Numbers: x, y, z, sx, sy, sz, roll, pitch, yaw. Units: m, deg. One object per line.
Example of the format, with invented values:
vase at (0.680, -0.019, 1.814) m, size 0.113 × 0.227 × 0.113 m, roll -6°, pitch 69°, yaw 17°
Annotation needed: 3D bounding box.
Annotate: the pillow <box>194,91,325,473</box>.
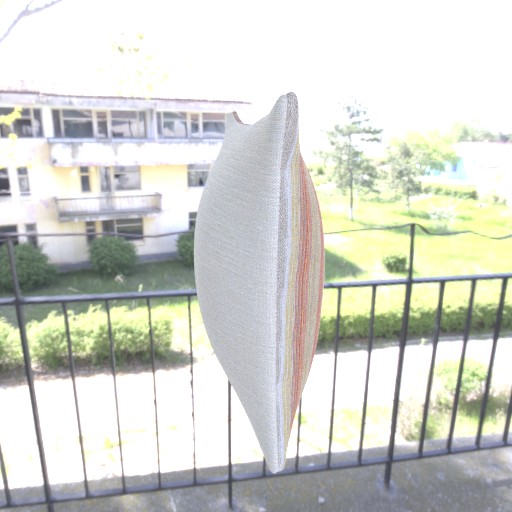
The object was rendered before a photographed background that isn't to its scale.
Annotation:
pillow at (0.000, 0.000, 0.688) m, size 0.191 × 0.449 × 0.451 m, roll -3°, pitch 16°, yaw -9°
